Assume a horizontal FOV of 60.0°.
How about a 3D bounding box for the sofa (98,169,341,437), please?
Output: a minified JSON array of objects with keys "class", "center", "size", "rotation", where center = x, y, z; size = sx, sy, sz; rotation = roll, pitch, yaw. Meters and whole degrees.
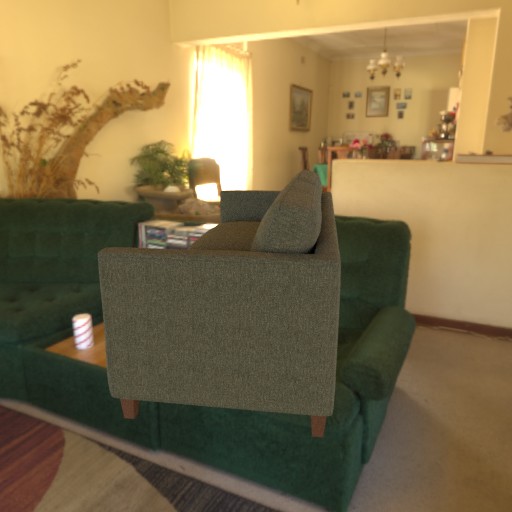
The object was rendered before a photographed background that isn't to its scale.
[{"class":"sofa","center":[0.000,0.000,2.732],"size":[0.948,0.965,2.208],"rotation":[2,15,8]}]
